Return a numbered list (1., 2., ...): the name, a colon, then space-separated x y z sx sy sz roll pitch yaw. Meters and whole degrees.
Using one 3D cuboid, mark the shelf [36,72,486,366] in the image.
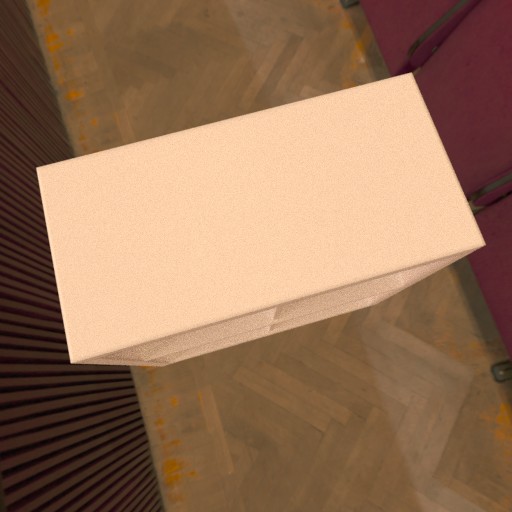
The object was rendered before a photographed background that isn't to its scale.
1. shelf: 0.000 0.000 1.236 0.790 0.786 0.390 -15 76 -4
